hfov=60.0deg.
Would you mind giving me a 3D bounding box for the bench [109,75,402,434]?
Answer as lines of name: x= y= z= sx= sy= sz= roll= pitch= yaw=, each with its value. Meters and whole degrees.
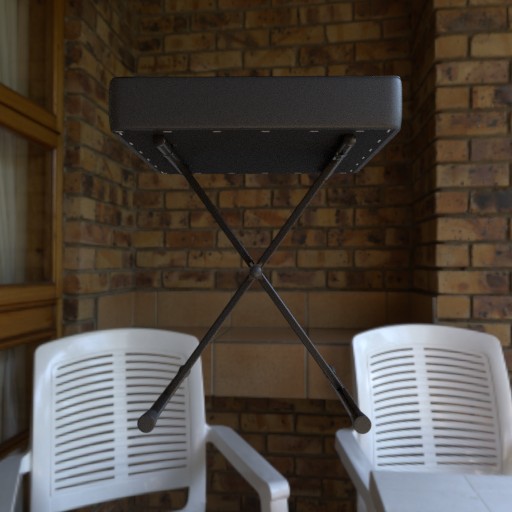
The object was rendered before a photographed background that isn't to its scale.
bench: x=0.000 y=0.000 z=0.777 sx=0.424 sy=0.500 sz=0.321 roll=0 pitch=-1 yaw=1
